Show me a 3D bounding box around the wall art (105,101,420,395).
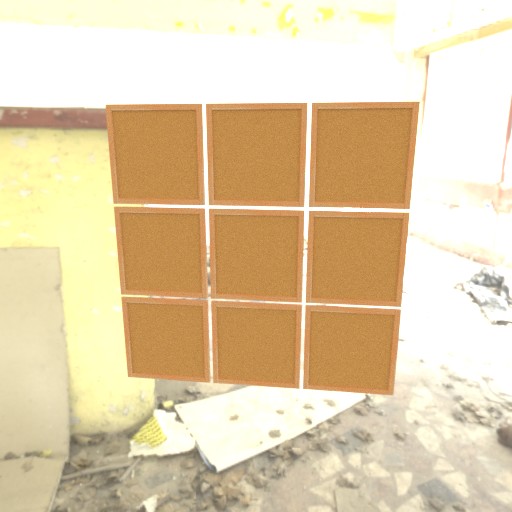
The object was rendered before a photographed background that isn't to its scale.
[{"bbox_3d":[0.000,0.000,1.864,1.216,1.220,0.013,2,15,7],"label":"wall art"}]
